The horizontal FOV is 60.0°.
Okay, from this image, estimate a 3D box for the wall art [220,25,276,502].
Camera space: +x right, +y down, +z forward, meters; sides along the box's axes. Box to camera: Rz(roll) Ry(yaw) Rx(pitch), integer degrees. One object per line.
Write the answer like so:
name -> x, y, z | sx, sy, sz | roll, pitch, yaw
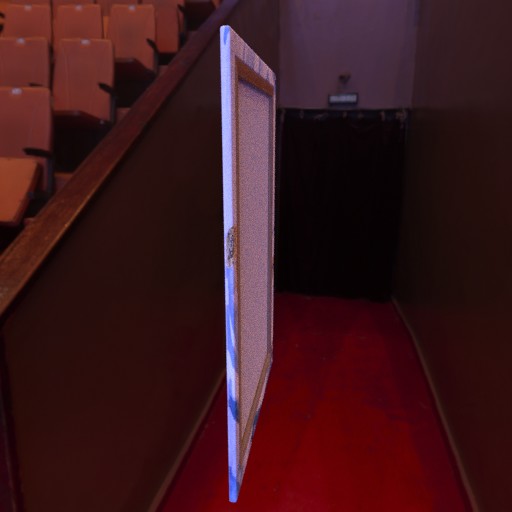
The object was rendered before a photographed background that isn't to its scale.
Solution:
wall art -> 0.000, 0.000, 1.103 | 0.016, 0.914, 0.610 | 2, 16, 9
